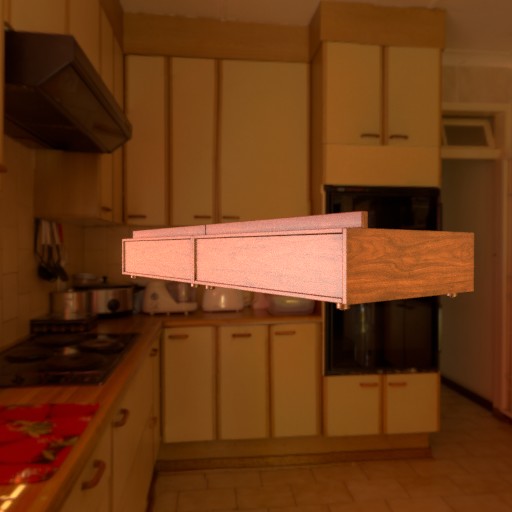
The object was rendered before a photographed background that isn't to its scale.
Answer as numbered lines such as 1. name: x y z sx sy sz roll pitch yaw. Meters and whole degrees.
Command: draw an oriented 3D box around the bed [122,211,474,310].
1. bed: 0.000 0.000 2.454 0.787 0.326 2.057 -1 1 -36
